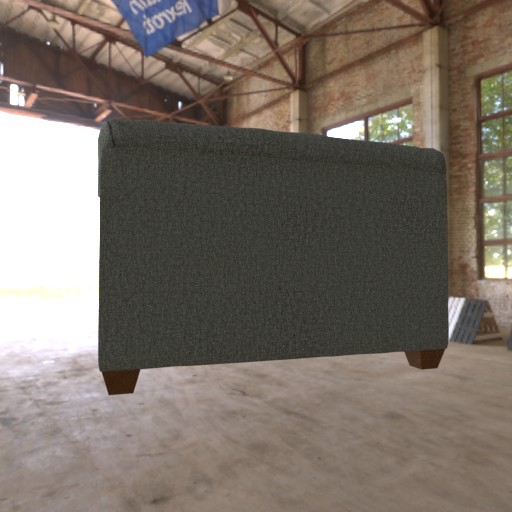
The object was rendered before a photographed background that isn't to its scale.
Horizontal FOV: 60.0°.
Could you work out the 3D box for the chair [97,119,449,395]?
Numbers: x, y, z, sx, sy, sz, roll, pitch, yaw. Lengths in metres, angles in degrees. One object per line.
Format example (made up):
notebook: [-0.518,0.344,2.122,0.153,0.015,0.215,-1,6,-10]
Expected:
chair: [0.000,0.000,2.088,1.383,0.948,1.000,0,-1,-17]
